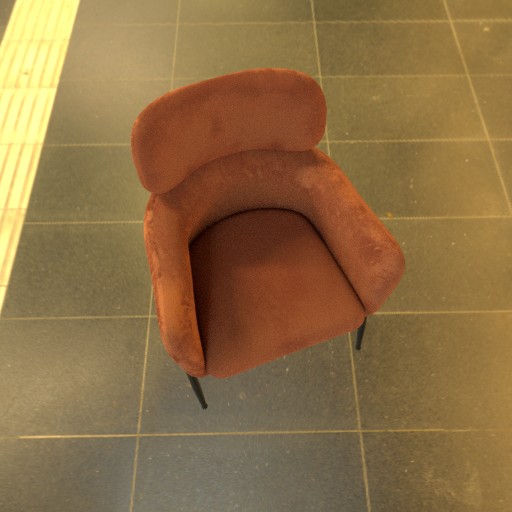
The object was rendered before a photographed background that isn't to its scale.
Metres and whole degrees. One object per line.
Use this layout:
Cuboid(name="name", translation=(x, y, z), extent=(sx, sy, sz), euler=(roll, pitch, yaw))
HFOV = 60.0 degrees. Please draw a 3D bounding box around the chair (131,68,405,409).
Cuboid(name="chair", translation=(0.000, 0.000, 1.157), extent=(0.561, 0.772, 0.523), euler=(-18, 65, -9))
